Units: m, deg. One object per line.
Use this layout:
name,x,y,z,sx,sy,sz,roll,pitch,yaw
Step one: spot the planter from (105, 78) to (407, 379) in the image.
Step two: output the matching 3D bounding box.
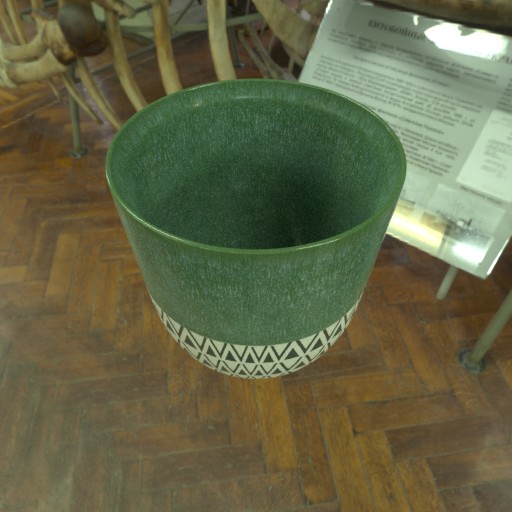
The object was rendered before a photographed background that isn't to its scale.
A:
planter,0.000,0.000,0.371,0.195,0.214,0.195,0,47,0
